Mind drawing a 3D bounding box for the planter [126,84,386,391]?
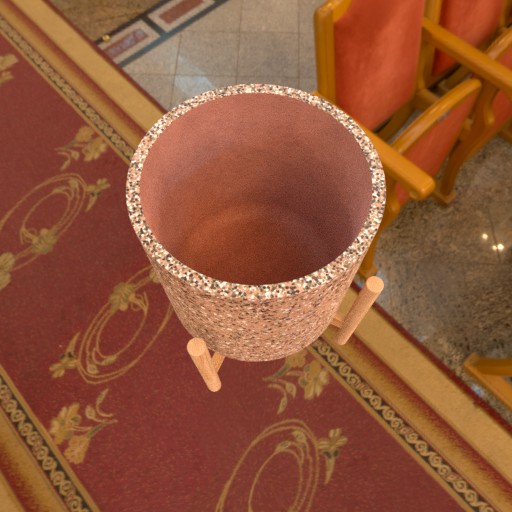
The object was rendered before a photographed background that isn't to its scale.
[{"bbox_3d":[0.000,0.000,0.708,0.360,0.419,0.360,-39,70,-17],"label":"planter"}]
